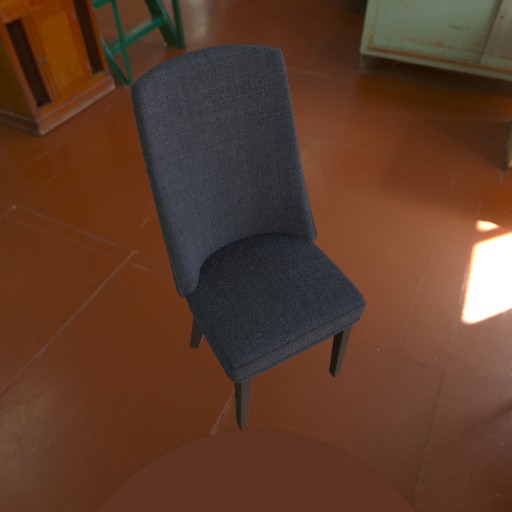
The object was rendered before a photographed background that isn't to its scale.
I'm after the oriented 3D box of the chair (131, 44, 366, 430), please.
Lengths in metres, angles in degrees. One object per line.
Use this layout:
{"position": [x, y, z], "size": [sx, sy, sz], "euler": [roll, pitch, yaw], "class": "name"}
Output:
{"position": [0.000, 0.000, 1.365], "size": [0.510, 1.050, 0.577], "euler": [-23, 51, -20], "class": "chair"}
